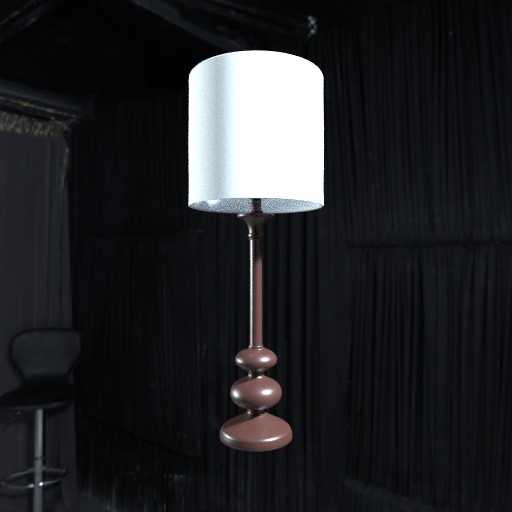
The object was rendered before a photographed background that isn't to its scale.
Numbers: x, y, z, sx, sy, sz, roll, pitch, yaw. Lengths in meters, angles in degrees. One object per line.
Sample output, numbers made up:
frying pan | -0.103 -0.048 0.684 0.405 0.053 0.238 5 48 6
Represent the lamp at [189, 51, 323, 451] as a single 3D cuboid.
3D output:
lamp | 0.000 0.000 0.846 0.254 0.690 0.254 0 0 38
